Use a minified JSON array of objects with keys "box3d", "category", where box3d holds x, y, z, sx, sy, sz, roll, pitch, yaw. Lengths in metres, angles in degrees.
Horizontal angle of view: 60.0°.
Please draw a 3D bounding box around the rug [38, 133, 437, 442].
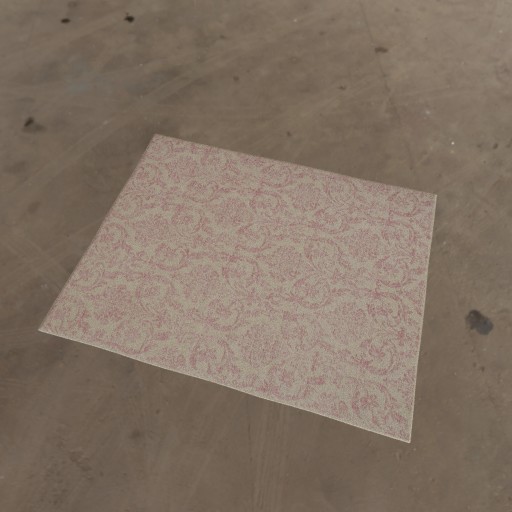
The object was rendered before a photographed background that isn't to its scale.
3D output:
[{"box3d":[0.000,0.000,3.960,2.980,0.012,2.363,14,59,9],"category":"rug"}]
